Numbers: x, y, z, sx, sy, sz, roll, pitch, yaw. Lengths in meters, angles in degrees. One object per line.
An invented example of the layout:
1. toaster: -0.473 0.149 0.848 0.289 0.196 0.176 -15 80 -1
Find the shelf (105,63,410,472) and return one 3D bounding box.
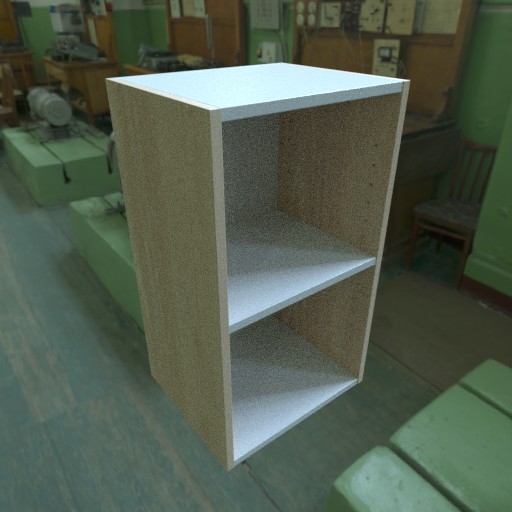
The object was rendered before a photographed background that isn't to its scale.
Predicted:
1. shelf: 0.000 0.000 0.803 0.350 0.600 0.290 -21 35 -32
